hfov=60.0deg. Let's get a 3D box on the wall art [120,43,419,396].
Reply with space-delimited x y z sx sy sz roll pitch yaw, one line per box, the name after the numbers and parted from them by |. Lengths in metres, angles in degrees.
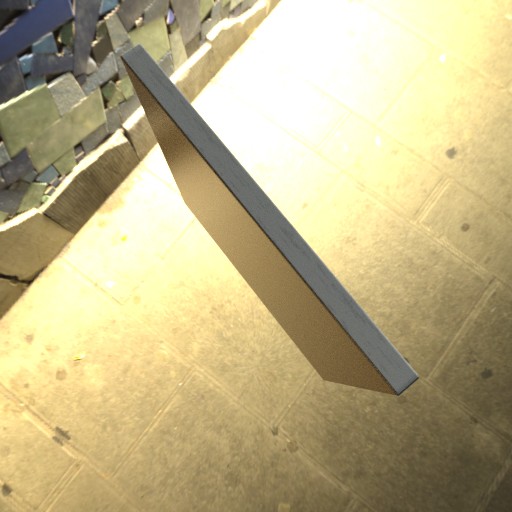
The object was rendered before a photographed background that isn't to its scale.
0.000 0.000 1.889 0.078 1.288 1.287 -37 79 -9 | wall art
